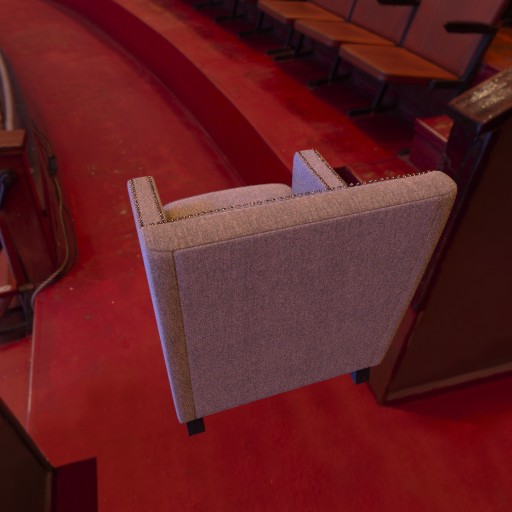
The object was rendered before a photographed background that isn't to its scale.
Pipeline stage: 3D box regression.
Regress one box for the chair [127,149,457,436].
[{"bbox_3d":[0.000,0.000,1.597,0.776,0.967,0.884,-12,43,-14],"label":"chair"}]
